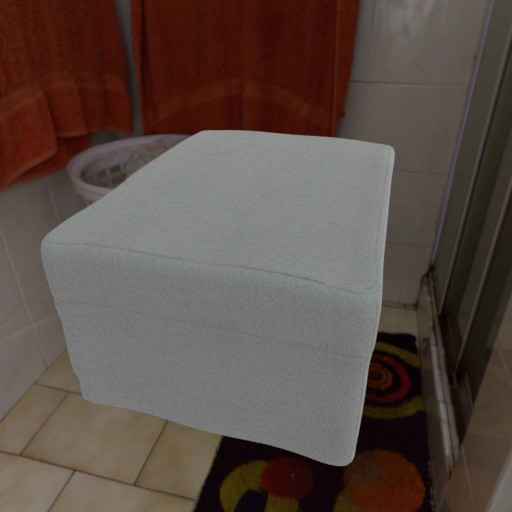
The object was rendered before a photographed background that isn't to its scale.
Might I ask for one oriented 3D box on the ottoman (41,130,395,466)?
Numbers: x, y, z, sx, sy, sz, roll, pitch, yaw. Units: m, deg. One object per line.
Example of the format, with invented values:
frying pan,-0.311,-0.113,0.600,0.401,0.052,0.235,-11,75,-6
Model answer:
ottoman,0.000,0.000,1.197,0.648,0.461,0.833,9,32,14
